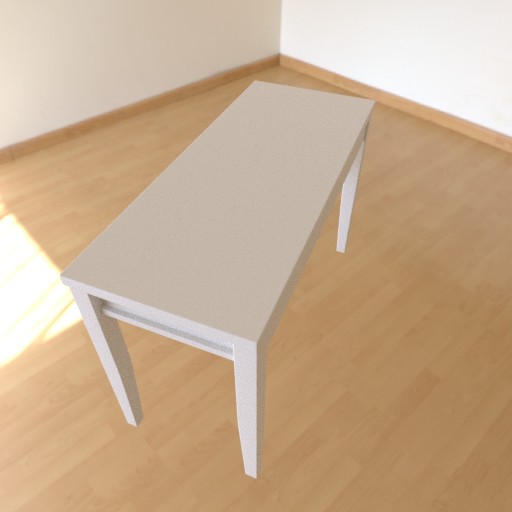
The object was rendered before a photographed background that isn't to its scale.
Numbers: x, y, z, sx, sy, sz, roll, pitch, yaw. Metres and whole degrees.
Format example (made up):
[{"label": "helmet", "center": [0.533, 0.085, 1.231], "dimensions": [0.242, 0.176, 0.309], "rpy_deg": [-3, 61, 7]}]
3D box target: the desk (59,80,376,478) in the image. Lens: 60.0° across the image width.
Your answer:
[{"label": "desk", "center": [0.000, 0.000, 1.649], "dimensions": [0.508, 0.775, 1.220], "rpy_deg": [16, 46, 16]}]
